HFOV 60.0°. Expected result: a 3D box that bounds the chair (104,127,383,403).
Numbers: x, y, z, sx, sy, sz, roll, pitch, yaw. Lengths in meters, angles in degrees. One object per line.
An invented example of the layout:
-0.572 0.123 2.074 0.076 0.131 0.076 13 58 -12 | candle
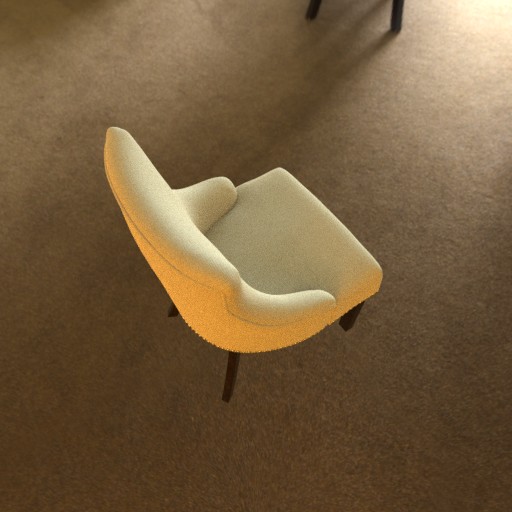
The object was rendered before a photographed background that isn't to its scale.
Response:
0.000 0.000 1.362 0.629 0.909 0.566 -31 63 -18 | chair
